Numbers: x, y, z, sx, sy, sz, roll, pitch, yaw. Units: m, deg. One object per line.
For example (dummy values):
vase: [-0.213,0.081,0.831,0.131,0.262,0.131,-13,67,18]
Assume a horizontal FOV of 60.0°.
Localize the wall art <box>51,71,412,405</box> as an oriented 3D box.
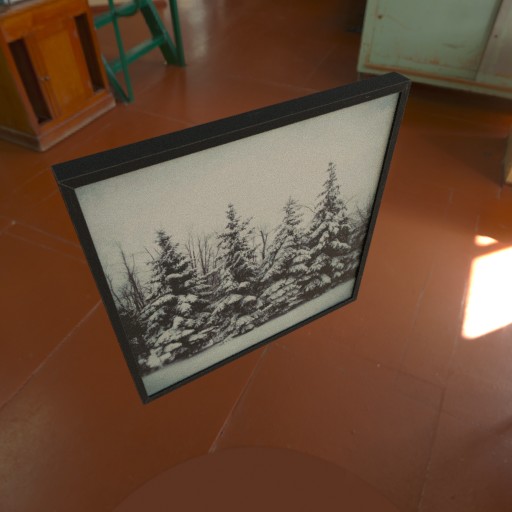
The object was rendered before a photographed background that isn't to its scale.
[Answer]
wall art: [0.000,0.000,0.748,0.506,0.506,0.036,-22,49,-21]
